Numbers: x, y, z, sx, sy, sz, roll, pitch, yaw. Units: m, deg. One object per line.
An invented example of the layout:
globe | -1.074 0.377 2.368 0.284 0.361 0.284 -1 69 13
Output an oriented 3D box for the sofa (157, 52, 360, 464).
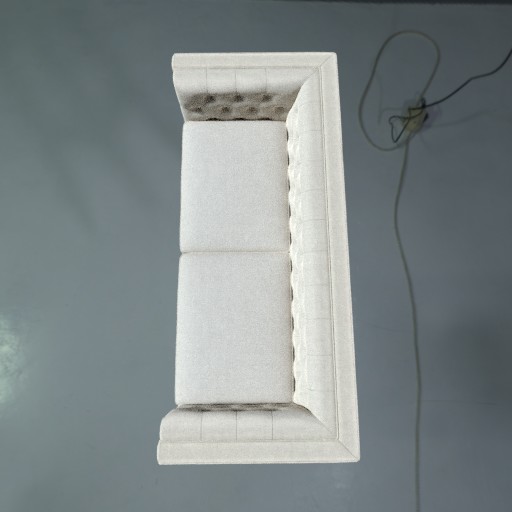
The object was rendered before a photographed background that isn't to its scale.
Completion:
sofa | 0.000 0.000 2.232 0.775 0.762 1.778 -1 77 0
